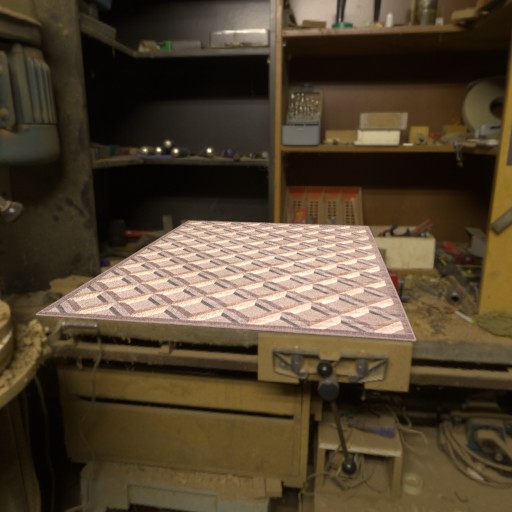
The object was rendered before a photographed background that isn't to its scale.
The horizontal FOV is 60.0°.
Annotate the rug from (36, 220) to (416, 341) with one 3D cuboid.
[{"bbox_3d":[0.000,0.000,4.263,2.382,0.018,3.294,2,16,9],"label":"rug"}]
